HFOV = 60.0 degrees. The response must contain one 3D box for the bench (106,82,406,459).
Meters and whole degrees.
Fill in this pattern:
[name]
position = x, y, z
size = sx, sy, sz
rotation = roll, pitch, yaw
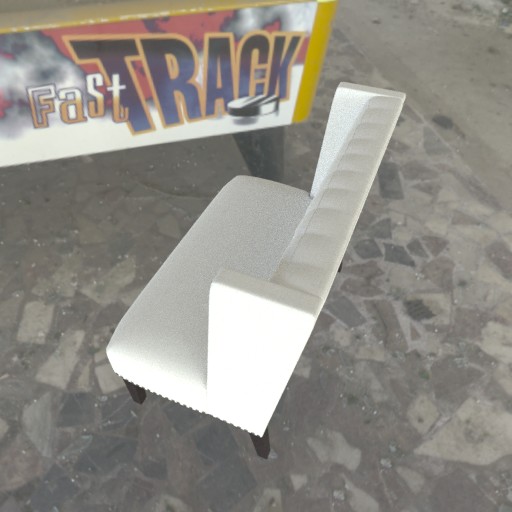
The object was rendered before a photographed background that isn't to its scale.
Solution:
[bench]
position = 0.000, 0.000, 1.976
size = 0.847, 1.123, 1.280
rotation = 17, 49, 16
